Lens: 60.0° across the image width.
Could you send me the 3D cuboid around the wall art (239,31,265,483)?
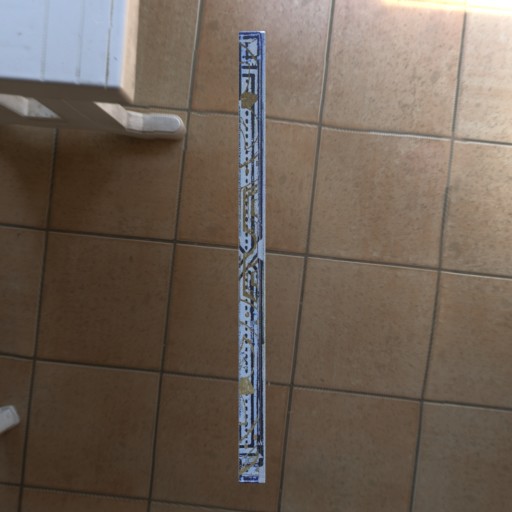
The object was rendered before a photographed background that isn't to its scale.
[{"bbox_3d":[0.000,0.000,0.898,0.036,0.607,0.609,0,91,1],"label":"wall art"}]
